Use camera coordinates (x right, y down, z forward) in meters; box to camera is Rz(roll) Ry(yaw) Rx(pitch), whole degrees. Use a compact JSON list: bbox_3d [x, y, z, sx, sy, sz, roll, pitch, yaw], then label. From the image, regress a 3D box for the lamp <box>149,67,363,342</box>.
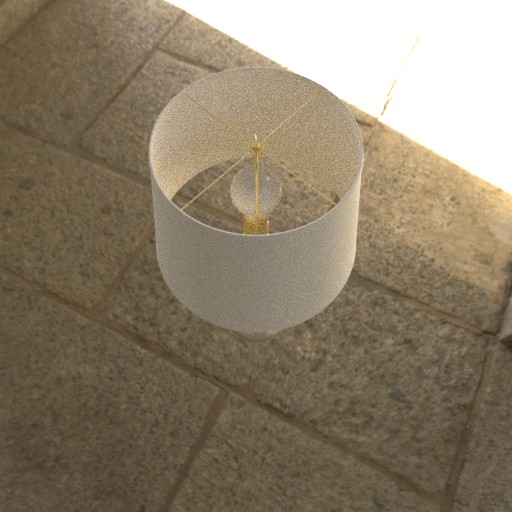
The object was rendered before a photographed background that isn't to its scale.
[{"bbox_3d":[0.000,0.000,0.800,0.328,0.612,0.328,0,64,0],"label":"lamp"}]
